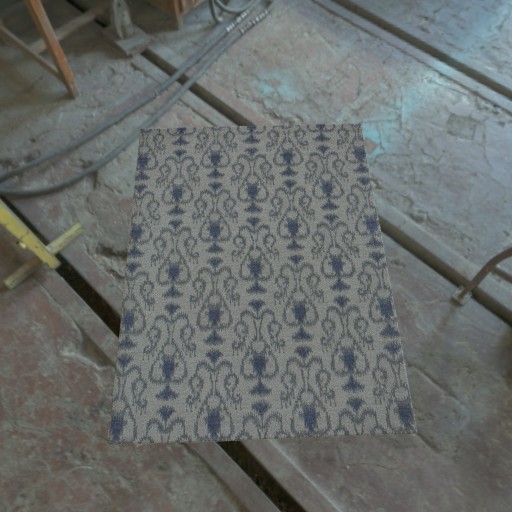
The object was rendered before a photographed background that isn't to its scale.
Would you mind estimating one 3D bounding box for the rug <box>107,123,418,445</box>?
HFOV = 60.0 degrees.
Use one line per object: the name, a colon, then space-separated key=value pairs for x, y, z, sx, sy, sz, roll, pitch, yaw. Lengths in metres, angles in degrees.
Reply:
rug: x=0.000 y=0.000 z=4.174 sx=2.437 sy=0.015 sz=3.205 roll=-2 pitch=64 yaw=-1
